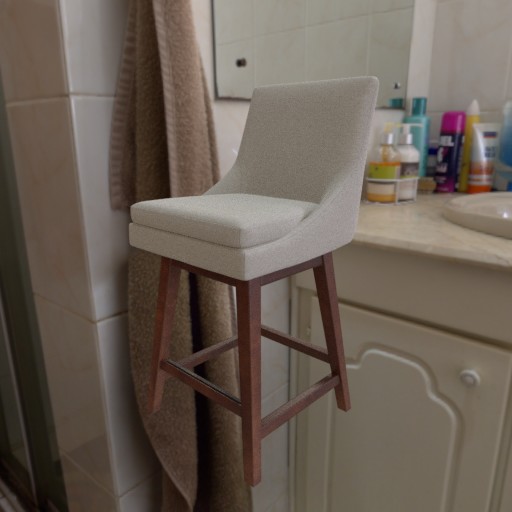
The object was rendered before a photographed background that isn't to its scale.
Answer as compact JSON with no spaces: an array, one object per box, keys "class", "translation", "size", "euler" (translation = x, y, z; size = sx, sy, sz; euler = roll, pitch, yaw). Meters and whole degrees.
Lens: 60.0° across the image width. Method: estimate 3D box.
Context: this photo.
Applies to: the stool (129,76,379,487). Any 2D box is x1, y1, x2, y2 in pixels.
[{"class":"stool","translation":[0.000,0.000,1.292],"size":[0.469,0.991,0.559],"euler":[14,21,41]}]
